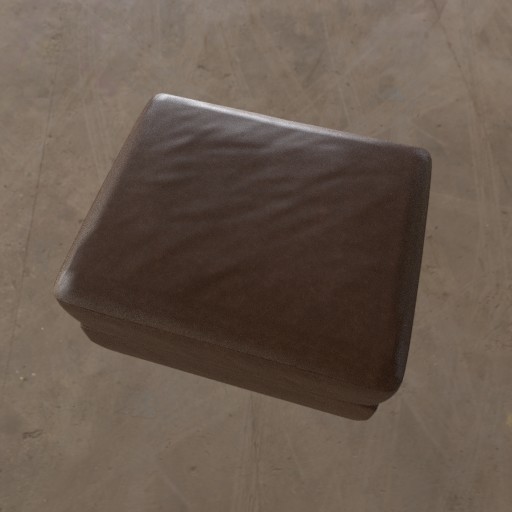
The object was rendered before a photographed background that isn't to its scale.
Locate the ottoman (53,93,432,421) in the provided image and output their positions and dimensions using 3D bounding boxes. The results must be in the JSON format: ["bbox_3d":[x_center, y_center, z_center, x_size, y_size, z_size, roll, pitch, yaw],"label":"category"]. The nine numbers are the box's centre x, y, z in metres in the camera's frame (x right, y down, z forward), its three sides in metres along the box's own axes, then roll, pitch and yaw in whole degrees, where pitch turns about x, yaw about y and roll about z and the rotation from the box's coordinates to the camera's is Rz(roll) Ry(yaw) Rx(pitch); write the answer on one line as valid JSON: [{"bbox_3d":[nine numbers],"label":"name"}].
[{"bbox_3d":[0.000,0.000,1.128,0.751,0.476,0.603,14,65,7],"label":"ottoman"}]
